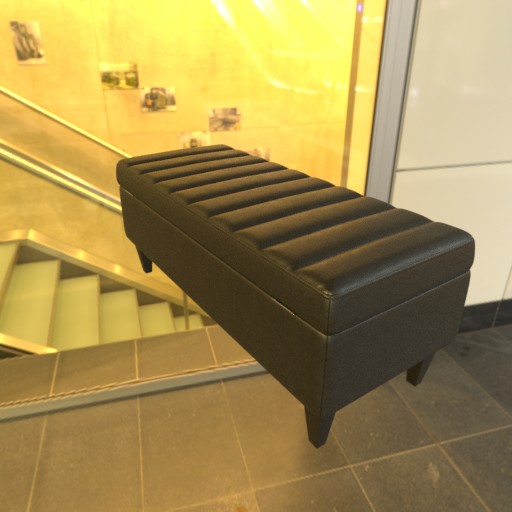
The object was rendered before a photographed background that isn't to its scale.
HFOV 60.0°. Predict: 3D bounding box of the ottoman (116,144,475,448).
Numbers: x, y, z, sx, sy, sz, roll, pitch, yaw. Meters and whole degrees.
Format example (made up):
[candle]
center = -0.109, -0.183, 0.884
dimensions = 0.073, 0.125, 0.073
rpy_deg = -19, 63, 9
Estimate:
[ottoman]
center = 0.000, 0.000, 1.412
dimensions = 0.482, 0.469, 1.151
rpy_deg = -17, 32, -31
